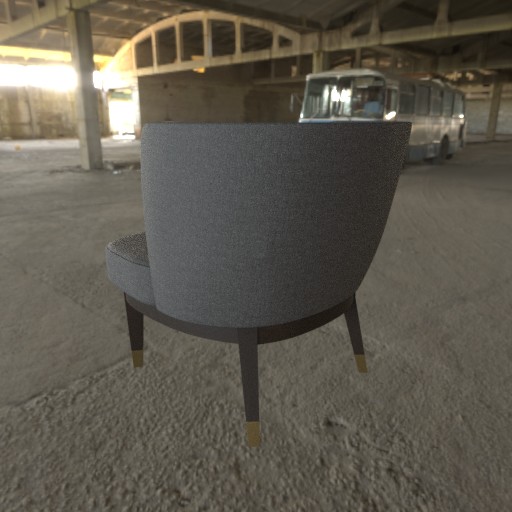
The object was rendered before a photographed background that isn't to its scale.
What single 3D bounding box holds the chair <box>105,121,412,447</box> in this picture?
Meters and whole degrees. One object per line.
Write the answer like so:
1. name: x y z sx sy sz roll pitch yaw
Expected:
1. chair: 0.000 0.000 1.194 0.639 0.695 0.698 -16 23 -41
